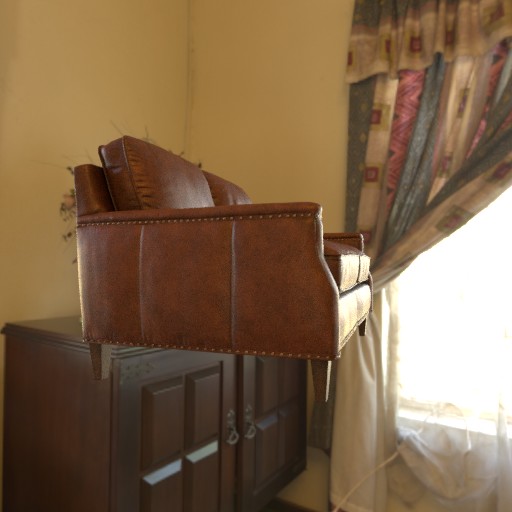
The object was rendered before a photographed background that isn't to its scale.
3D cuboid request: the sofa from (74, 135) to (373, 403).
[{"bbox_3d":[0.000,0.000,2.324,1.083,1.003,1.628,0,-1,19],"label":"sofa"}]
